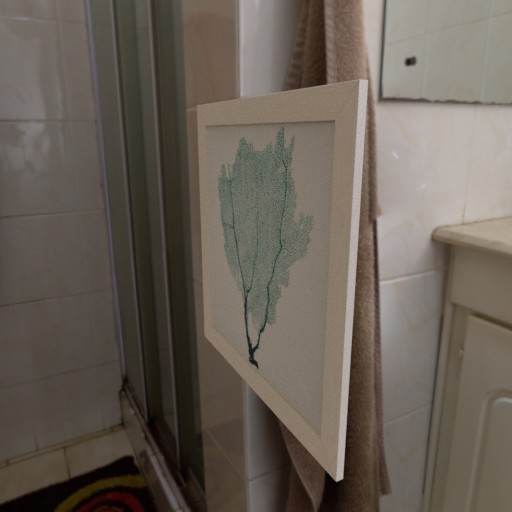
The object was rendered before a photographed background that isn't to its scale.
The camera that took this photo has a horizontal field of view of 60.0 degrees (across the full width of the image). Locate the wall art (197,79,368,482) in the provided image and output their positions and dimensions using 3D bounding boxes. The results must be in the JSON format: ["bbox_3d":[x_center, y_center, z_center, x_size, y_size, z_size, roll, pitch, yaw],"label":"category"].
[{"bbox_3d":[0.000,0.000,0.852,0.015,0.577,0.572,-8,17,-26],"label":"wall art"}]
